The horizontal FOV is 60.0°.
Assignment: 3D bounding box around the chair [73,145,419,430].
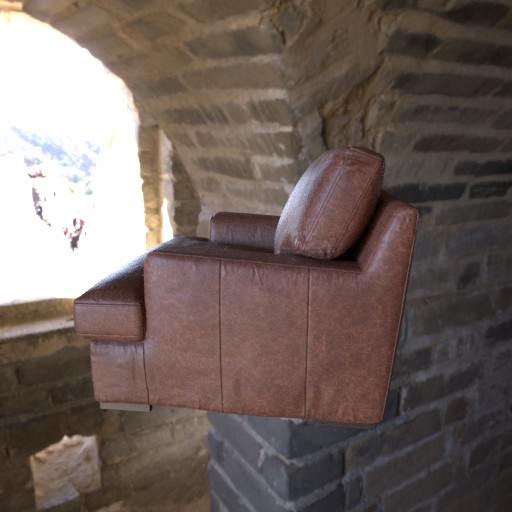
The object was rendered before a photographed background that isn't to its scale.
[{"bbox_3d":[0.000,0.000,1.969,1.143,0.939,1.168,2,13,7],"label":"chair"}]
